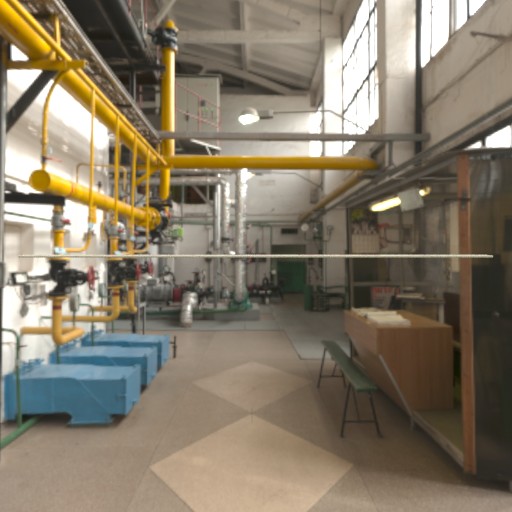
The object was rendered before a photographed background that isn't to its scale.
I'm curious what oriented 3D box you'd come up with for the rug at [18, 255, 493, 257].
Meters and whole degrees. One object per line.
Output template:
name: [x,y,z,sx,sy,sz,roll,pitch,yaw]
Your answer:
rug: [0.000,0.000,1.434,1.219,0.007,0.604,0,0,0]
